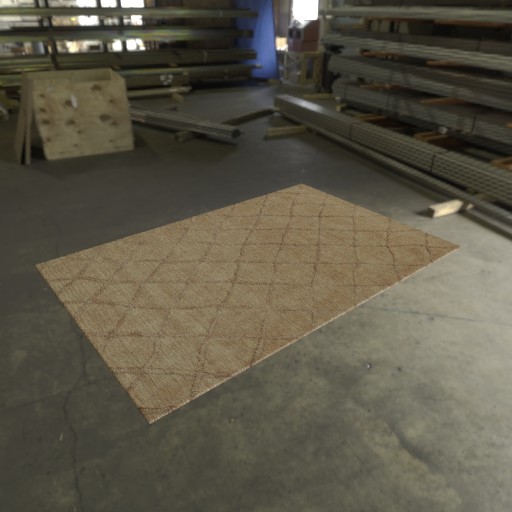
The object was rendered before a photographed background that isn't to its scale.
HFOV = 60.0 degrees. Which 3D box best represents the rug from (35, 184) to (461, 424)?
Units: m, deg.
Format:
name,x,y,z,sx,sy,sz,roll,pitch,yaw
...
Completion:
name,x,y,z,sx,sy,sz,roll,pitch,yaw
rug,0.000,0.000,2.855,2.292,0.014,1.528,-22,36,-33
